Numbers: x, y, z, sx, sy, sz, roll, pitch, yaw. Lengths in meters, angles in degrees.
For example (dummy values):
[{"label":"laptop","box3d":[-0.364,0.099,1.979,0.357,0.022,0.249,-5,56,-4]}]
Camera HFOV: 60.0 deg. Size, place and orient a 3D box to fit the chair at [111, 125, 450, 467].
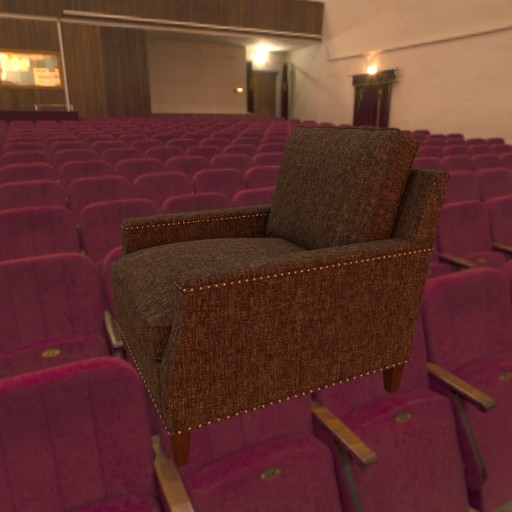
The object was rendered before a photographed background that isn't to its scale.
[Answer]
[{"label":"chair","box3d":[0.000,0.000,1.686,1.014,0.943,0.853,-8,19,-25]}]
